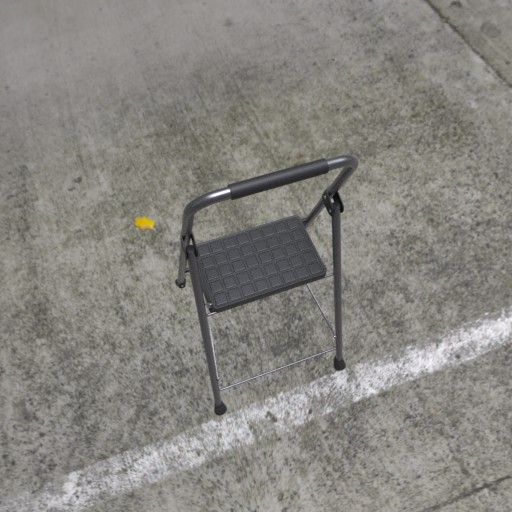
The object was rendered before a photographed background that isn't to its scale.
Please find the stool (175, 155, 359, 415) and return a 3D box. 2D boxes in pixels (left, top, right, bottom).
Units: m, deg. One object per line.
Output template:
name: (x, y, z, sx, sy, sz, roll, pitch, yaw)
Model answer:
stool: (0.000, 0.000, 1.161, 0.450, 0.872, 0.514, -17, 60, -10)
